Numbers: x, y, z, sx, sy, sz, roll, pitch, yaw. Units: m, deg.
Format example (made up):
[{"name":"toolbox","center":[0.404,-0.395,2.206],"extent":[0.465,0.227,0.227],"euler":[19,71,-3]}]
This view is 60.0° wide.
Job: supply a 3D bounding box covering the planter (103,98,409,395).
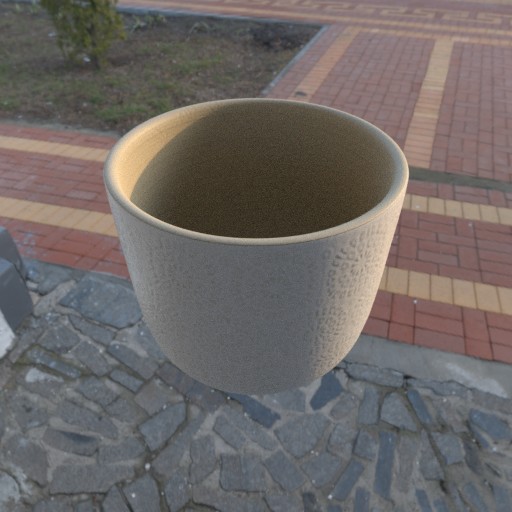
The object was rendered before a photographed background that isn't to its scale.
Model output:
[{"name":"planter","center":[0.000,0.000,0.371],"extent":[0.208,0.190,0.208],"euler":[0,40,0]}]
